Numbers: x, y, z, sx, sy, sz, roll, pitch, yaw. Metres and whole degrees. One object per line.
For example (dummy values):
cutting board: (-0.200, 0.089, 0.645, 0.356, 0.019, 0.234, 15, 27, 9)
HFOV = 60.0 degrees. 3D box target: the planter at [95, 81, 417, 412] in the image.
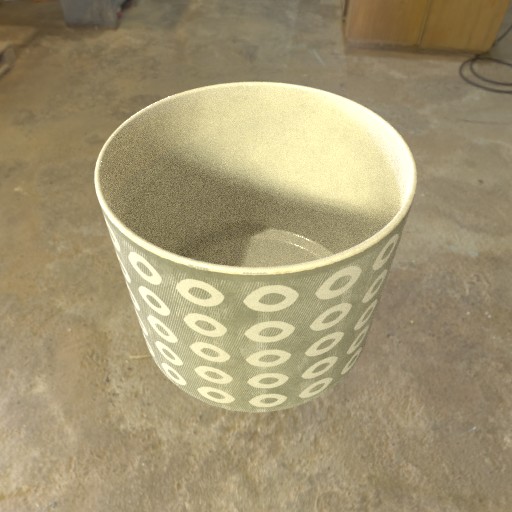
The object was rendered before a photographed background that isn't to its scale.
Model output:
planter: (0.000, 0.000, 0.439, 0.250, 0.239, 0.250, 0, 47, 0)
